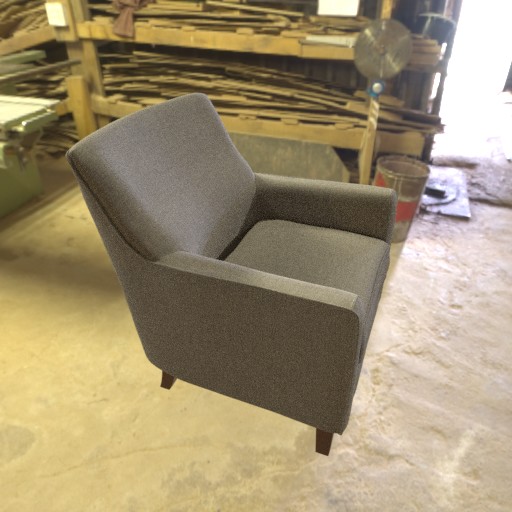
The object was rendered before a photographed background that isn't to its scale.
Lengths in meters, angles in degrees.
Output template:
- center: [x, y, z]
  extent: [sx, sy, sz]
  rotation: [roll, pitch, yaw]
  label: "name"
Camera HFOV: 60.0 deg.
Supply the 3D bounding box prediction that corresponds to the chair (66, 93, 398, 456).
- center: [0.000, 0.000, 1.761]
  extent: [0.993, 1.047, 0.887]
  rotation: [12, 34, 18]
  label: "chair"
